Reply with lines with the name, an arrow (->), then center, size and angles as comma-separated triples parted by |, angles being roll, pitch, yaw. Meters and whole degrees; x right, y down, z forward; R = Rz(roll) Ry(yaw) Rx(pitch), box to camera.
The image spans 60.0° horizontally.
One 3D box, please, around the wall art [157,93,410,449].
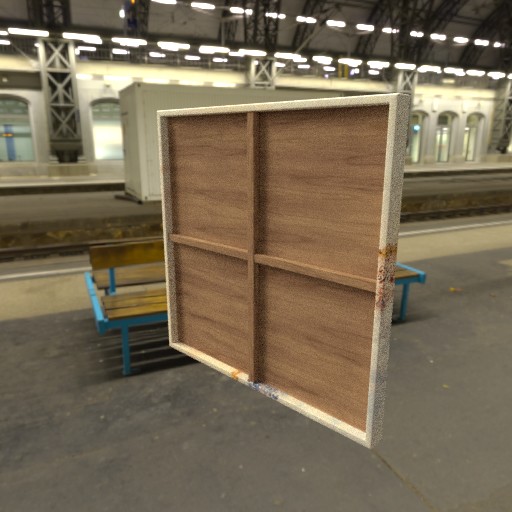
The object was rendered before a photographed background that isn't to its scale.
wall art -> 0.000, 0.000, 1.637 | 1.061, 1.061, 0.071 | 13, 20, 41
